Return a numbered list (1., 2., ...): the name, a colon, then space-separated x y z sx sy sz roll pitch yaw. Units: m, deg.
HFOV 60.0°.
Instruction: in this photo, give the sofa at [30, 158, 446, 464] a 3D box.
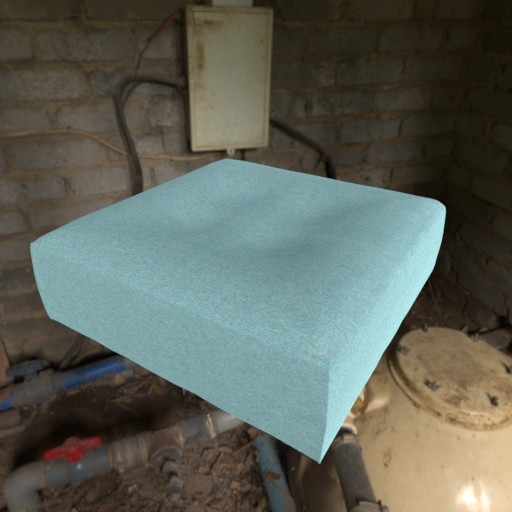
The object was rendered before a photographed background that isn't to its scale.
1. sofa: 0.000 0.000 1.410 0.930 0.330 0.930 18 34 28
